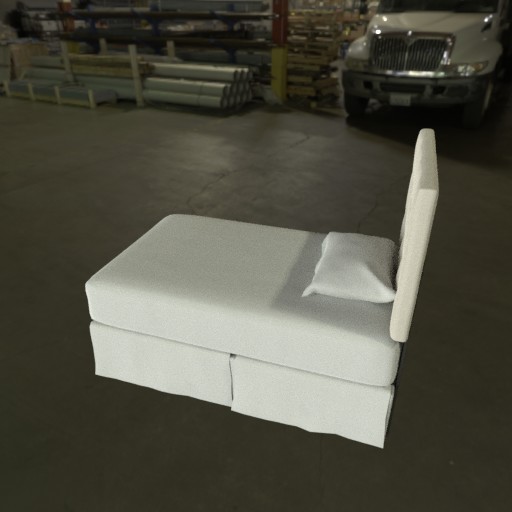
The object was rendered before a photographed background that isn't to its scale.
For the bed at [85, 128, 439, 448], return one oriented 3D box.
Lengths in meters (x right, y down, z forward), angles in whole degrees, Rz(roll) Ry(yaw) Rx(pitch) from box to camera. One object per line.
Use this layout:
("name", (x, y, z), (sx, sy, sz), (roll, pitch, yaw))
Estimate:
("bed", (0.000, 0.000, 2.943), (1.997, 1.571, 1.261), (9, 30, 16))
